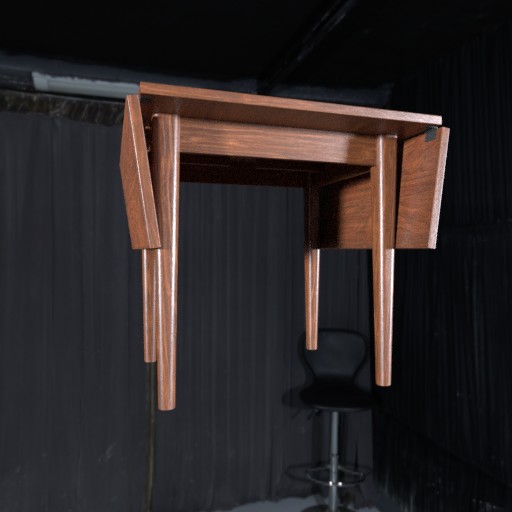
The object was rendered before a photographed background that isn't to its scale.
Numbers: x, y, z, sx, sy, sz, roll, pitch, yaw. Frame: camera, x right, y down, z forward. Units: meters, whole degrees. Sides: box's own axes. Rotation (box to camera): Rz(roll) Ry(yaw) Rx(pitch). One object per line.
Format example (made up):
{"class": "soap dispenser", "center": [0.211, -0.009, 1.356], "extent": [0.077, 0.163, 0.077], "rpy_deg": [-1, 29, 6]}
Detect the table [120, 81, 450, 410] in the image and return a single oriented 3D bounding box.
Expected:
{"class": "table", "center": [0.000, 0.000, 1.459], "extent": [0.843, 0.763, 0.812], "rpy_deg": [0, 1, -18]}
